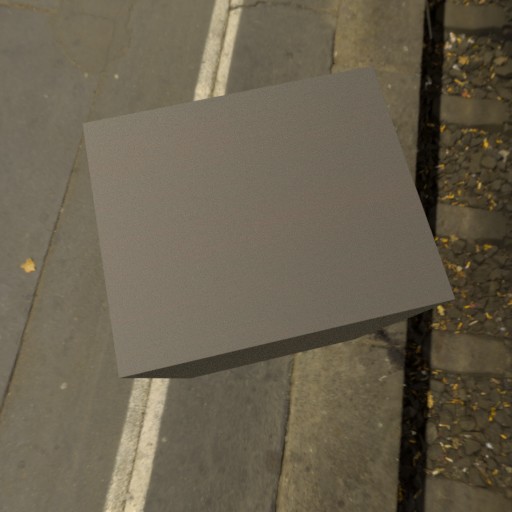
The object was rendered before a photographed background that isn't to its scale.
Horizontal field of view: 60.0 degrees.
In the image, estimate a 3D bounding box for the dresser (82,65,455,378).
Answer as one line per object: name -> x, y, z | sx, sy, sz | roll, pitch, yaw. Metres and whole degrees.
dresser -> 0.000, 0.000, 0.828 | 0.400, 0.560, 0.360 | -13, 75, -3
